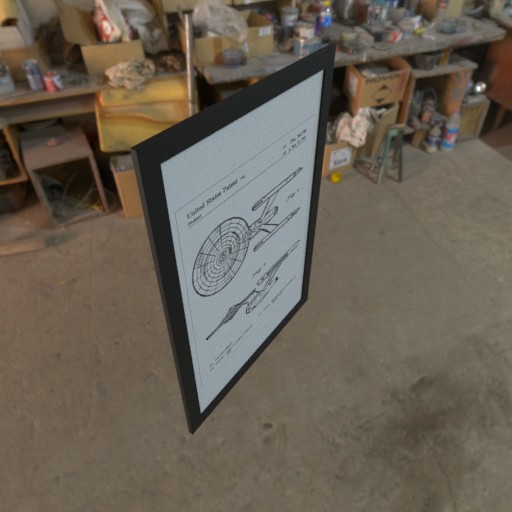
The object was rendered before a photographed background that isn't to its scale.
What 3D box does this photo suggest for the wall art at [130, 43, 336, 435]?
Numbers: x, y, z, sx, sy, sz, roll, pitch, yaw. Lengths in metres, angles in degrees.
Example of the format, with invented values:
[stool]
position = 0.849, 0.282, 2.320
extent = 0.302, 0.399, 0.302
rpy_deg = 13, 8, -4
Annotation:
[wall art]
position = 0.000, 0.000, 0.688
extent = 0.008, 0.530, 0.379
rpy_deg = 25, 48, 26
